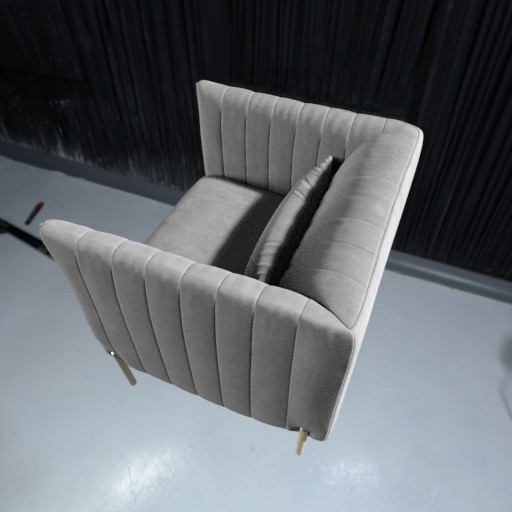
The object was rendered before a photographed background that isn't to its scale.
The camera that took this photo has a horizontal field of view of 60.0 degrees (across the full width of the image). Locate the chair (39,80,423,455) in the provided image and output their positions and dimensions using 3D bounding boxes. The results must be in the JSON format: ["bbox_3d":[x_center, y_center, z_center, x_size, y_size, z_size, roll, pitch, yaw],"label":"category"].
[{"bbox_3d":[0.000,0.000,1.594,0.873,0.779,0.981,18,50,16],"label":"chair"}]
